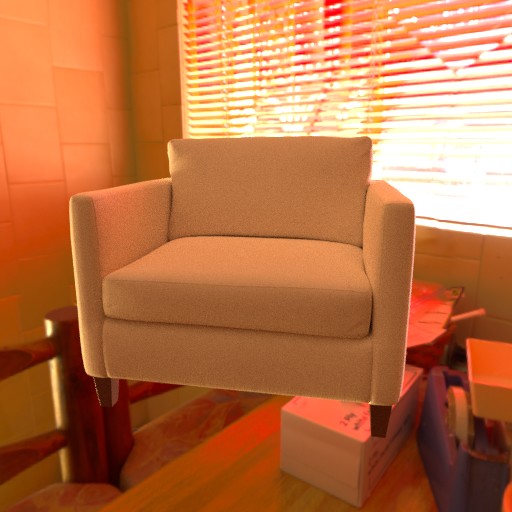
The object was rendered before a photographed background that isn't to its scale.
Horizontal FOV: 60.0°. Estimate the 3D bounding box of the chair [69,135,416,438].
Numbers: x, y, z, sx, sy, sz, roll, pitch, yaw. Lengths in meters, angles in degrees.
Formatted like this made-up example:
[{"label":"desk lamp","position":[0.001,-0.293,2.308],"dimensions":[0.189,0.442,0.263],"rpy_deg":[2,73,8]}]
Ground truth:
[{"label":"chair","position":[0.000,0.000,1.667],"dimensions":[1.019,0.885,0.878],"rpy_deg":[3,14,10]}]
